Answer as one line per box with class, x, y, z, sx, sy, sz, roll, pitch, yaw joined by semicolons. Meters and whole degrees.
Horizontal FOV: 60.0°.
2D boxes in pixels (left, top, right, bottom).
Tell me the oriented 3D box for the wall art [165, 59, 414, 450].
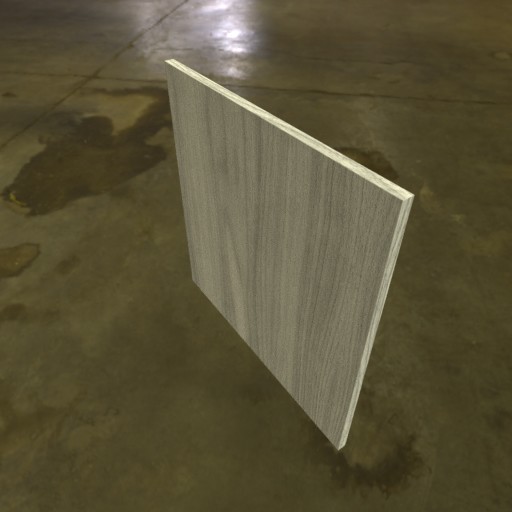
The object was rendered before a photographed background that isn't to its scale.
wall art;0.000;0.000;0.747;0.016;0.507;0.508;-25;47;-26
